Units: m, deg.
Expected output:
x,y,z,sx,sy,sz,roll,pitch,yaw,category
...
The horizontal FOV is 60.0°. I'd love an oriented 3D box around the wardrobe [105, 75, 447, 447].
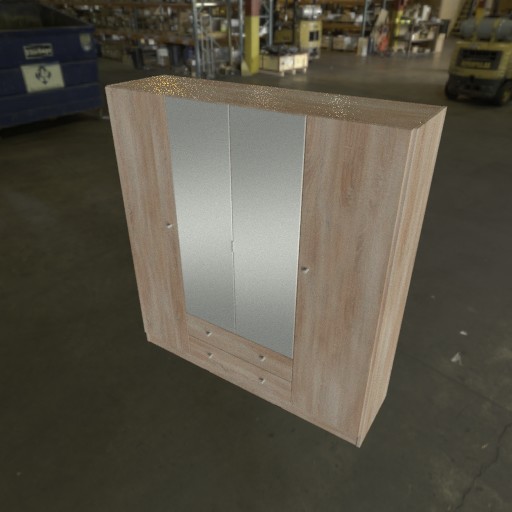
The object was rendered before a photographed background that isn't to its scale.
x,y,z,sx,sy,sz,roll,pitch,yaw,category
0.000,0.000,3.121,1.998,2.159,0.598,18,35,28,wardrobe
